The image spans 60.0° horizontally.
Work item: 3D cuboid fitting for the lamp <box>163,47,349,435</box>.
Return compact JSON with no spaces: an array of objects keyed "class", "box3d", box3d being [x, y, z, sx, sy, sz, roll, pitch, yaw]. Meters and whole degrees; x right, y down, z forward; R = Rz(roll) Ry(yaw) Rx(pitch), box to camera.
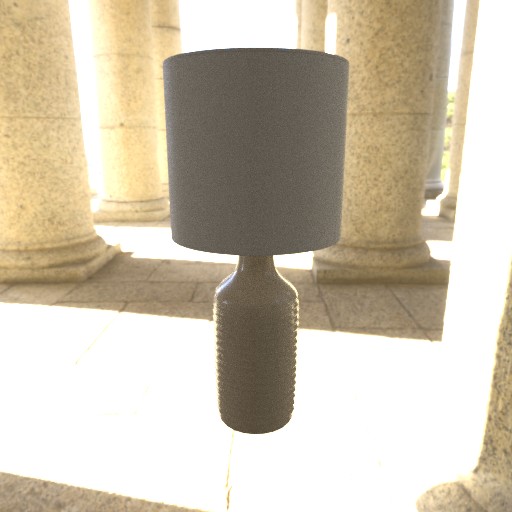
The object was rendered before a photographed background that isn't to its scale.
[{"class":"lamp","box3d":[0.000,0.000,0.594,0.220,0.475,0.220,-8,17,-27]}]
